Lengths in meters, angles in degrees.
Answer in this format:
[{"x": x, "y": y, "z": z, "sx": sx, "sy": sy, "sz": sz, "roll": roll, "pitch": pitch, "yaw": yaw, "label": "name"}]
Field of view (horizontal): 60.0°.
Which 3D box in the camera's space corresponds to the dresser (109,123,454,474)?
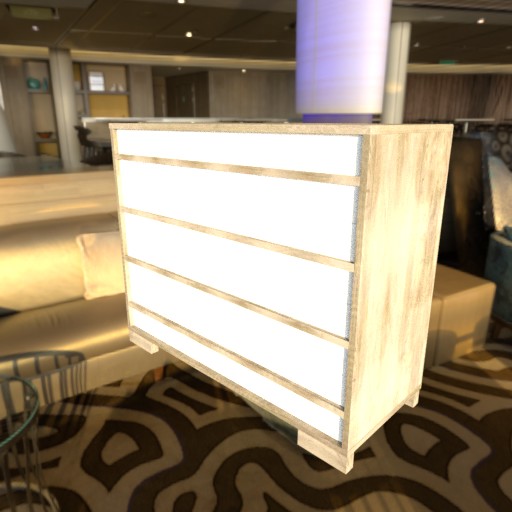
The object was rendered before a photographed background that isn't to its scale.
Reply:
[{"x": 0.000, "y": 0.000, "z": 1.425, "sx": 0.994, "sy": 0.816, "sz": 0.404, "roll": 16, "pitch": 23, "yaw": 42, "label": "dresser"}]
